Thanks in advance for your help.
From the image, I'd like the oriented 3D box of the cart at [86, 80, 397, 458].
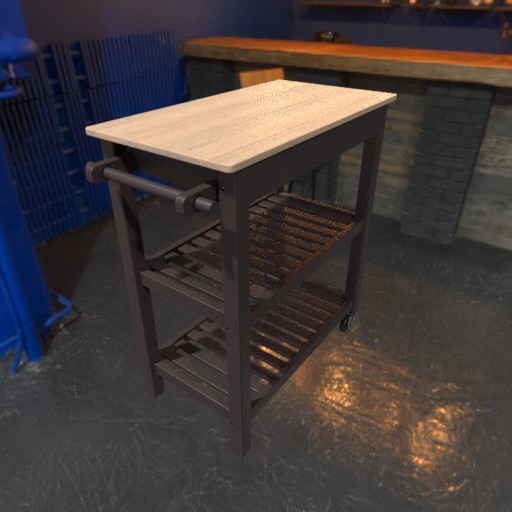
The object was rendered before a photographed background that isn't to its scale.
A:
[{"bbox_3d":[0.000,0.000,1.452,0.457,0.927,0.899,21,37,31],"label":"cart"}]
